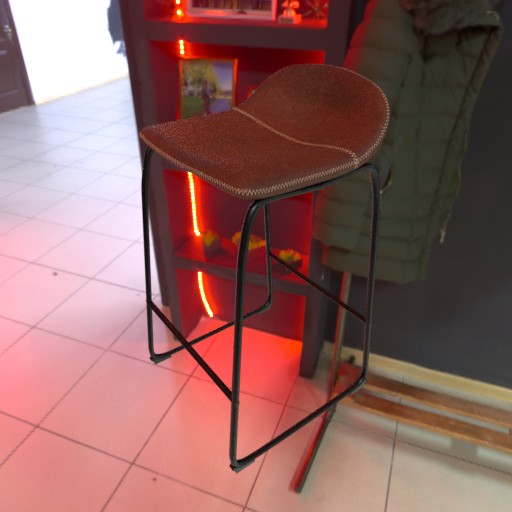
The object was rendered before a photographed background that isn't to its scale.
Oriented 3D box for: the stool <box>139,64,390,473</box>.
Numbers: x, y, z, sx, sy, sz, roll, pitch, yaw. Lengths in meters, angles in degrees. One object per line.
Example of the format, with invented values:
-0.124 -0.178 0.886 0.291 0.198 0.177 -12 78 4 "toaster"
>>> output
0.000 0.000 1.099 0.473 0.830 0.454 -22 39 -30 "stool"
